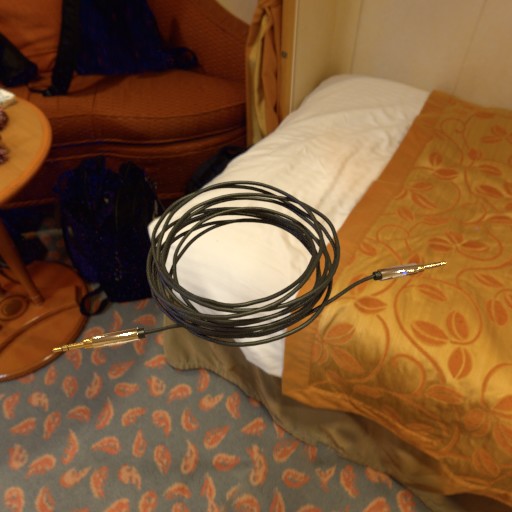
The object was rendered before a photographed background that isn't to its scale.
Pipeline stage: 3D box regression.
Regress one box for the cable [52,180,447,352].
[{"bbox_3d":[0.000,0.000,0.481,0.432,0.069,0.198,-10,48,-9],"label":"cable"}]
